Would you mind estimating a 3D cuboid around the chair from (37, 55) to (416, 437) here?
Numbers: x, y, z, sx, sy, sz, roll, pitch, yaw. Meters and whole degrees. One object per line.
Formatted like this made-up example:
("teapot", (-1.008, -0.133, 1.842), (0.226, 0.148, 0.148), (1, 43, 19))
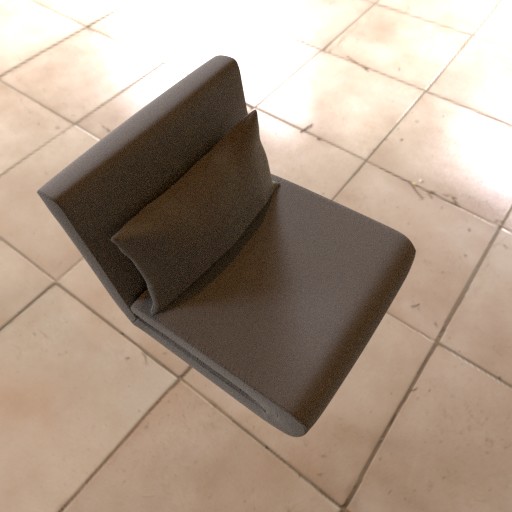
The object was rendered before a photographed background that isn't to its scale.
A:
("chair", (0.000, 0.000, 1.497), (0.902, 0.808, 0.770), (31, 62, 19))
